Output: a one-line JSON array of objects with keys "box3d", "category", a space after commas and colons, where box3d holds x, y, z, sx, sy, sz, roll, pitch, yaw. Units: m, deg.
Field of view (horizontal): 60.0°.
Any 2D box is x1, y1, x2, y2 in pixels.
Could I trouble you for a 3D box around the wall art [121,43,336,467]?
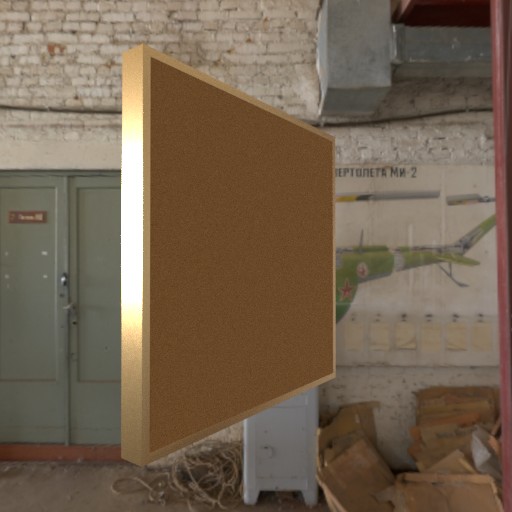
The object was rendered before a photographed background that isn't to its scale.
[{"box3d": [0.000, 0.000, 0.748, 0.040, 0.509, 0.509, 0, -1, 37], "category": "wall art"}]
